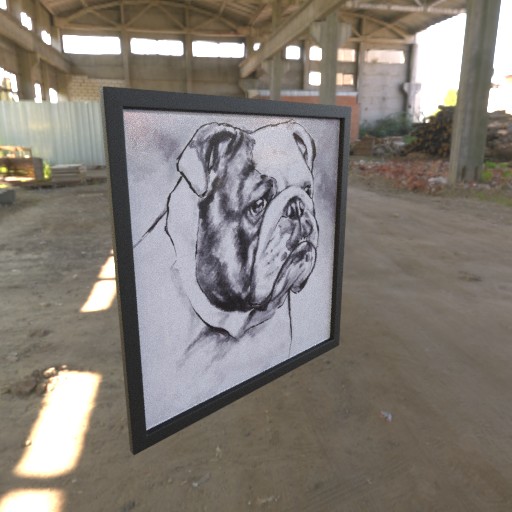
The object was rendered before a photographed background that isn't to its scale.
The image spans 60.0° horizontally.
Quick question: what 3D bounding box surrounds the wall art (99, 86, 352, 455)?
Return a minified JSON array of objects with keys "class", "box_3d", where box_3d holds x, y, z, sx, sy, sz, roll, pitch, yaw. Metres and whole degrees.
[{"class":"wall art","box_3d":[0.000,0.000,0.985,0.663,0.659,0.016,-14,20,-42]}]
